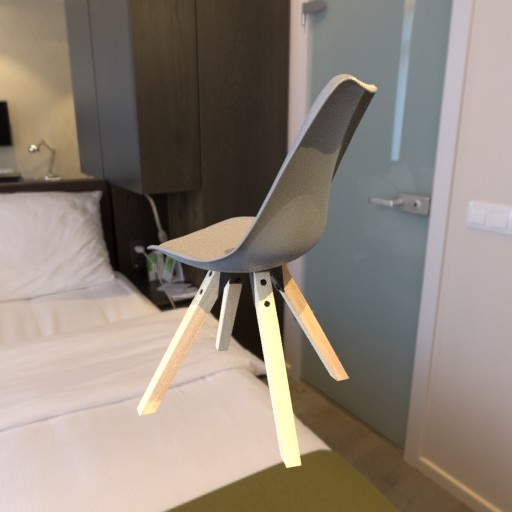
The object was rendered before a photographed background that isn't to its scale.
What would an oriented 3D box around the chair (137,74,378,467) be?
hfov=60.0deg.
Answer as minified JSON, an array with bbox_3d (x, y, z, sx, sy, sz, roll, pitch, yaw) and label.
[{"bbox_3d":[0.000,0.000,1.175,0.550,0.850,0.485,8,18,25],"label":"chair"}]
